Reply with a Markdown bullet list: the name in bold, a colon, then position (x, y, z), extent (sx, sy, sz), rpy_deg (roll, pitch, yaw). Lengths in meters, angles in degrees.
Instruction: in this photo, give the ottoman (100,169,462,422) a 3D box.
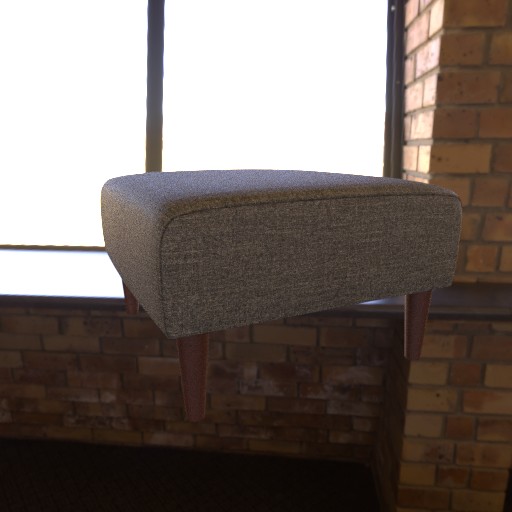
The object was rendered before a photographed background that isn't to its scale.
- **ottoman**: position (0.000, 0.000, 1.073), extent (0.648, 0.399, 0.655), rpy_deg (-7, 15, -25)
